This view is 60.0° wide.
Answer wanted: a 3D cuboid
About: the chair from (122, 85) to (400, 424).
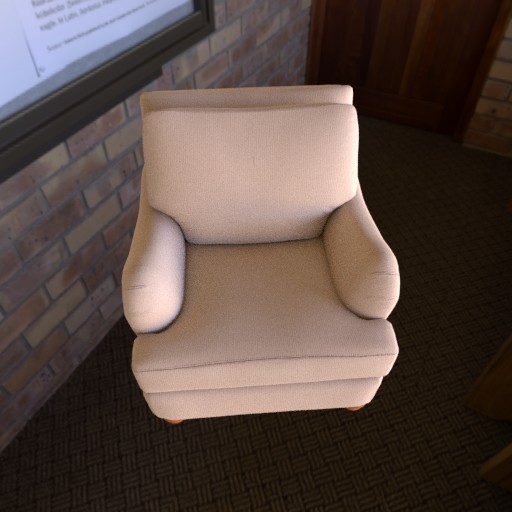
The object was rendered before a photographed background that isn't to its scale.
[{"bbox_3d":[0.000,0.000,1.828,0.955,1.038,1.070,-3,47,-3],"label":"chair"}]
